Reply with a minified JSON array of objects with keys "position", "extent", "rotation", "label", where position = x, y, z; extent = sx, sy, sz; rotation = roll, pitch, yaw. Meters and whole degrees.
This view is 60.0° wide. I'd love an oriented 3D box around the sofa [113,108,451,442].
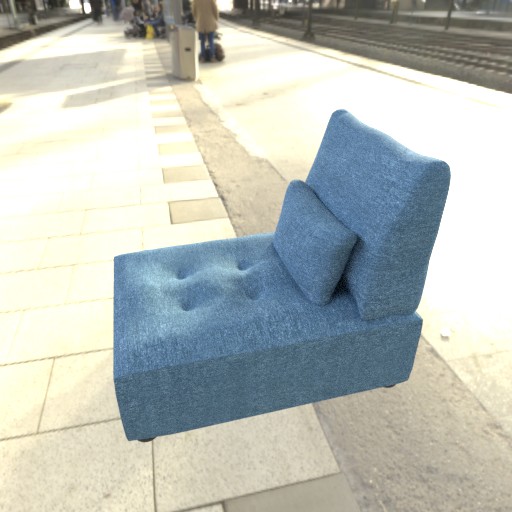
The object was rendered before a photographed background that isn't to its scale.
[{"position":[0.000,0.000,1.547],"extent":[1.000,0.820,0.700],"rotation":[-8,31,-13],"label":"sofa"}]
